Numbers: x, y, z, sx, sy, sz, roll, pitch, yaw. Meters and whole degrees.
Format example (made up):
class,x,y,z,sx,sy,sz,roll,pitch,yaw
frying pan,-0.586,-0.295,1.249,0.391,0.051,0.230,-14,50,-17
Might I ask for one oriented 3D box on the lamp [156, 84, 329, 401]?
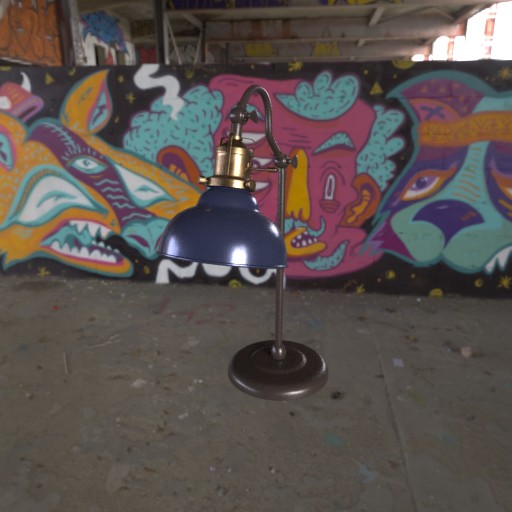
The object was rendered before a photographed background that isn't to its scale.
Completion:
class,x,y,z,sx,sy,sz,roll,pitch,yaw
lamp,0.000,0.000,0.702,0.192,0.508,0.374,8,18,26
